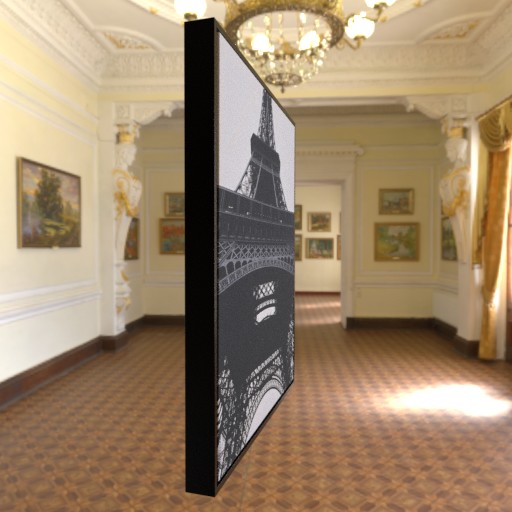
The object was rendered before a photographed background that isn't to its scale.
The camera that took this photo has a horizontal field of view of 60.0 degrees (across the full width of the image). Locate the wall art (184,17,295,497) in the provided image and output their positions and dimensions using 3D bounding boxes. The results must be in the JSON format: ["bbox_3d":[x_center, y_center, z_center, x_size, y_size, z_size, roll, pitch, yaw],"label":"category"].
[{"bbox_3d":[0.000,0.000,0.731,0.039,0.553,0.451,0,1,17],"label":"wall art"}]
